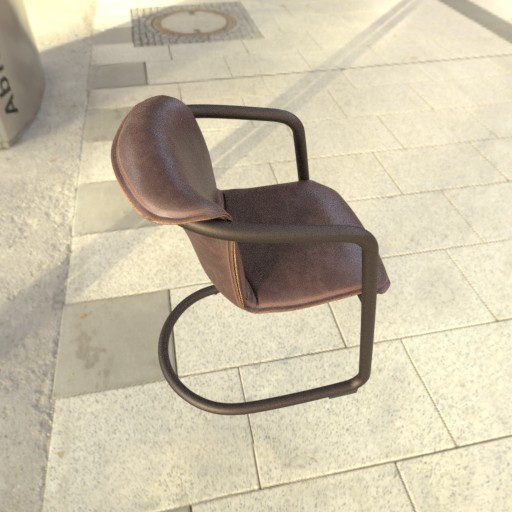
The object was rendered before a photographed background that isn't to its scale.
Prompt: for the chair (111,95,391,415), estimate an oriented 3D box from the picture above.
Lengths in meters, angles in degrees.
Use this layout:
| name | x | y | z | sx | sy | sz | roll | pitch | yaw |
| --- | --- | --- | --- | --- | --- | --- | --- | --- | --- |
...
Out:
| name | x | y | z | sx | sy | sz | roll | pitch | yaw |
| --- | --- | --- | --- | --- | --- | --- | --- | --- | --- |
| chair | 0.000 | 0.000 | 1.240 | 0.664 | 0.836 | 0.536 | -10 | 46 | -10 |
